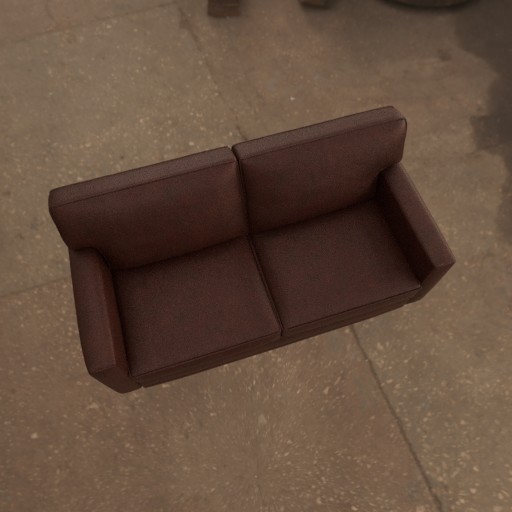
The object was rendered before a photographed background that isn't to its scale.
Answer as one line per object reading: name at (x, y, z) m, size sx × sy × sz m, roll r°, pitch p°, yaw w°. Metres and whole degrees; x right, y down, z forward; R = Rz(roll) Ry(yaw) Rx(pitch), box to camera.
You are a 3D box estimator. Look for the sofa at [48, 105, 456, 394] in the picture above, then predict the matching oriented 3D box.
sofa at (0.000, 0.000, 2.387) m, size 1.876 × 0.928 × 0.912 m, roll -16°, pitch 65°, yaw -8°
